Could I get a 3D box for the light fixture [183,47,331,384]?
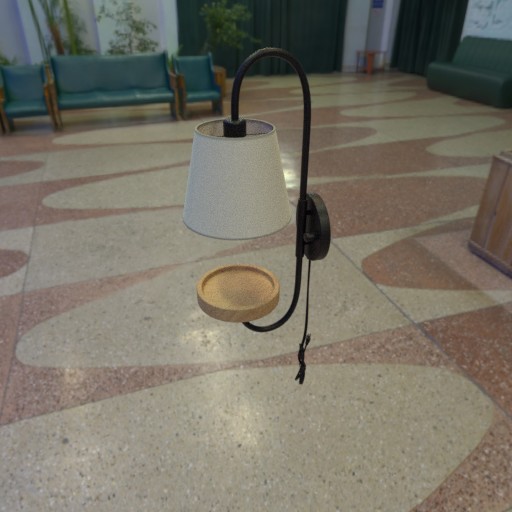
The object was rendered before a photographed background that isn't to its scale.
[{"bbox_3d":[0.000,0.000,0.962,0.299,0.821,0.220,-8,31,-14],"label":"light fixture"}]
